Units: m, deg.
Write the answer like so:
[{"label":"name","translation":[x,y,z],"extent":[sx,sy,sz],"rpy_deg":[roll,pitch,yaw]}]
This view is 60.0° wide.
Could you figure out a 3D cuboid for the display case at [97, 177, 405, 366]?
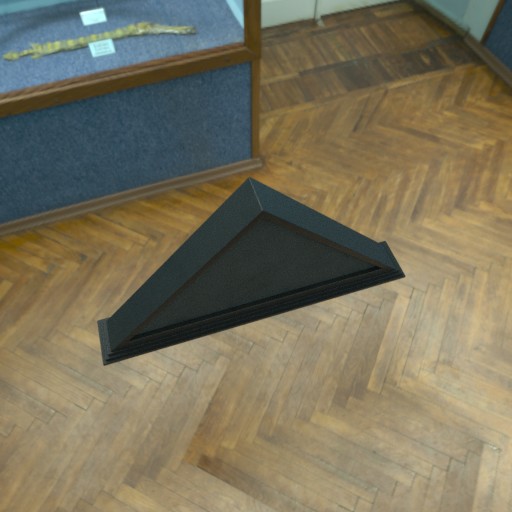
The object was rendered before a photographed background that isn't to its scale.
[{"label":"display case","translation":[0.000,0.000,0.778],"extent":[0.640,0.340,0.095],"rpy_deg":[-15,59,-9]}]
